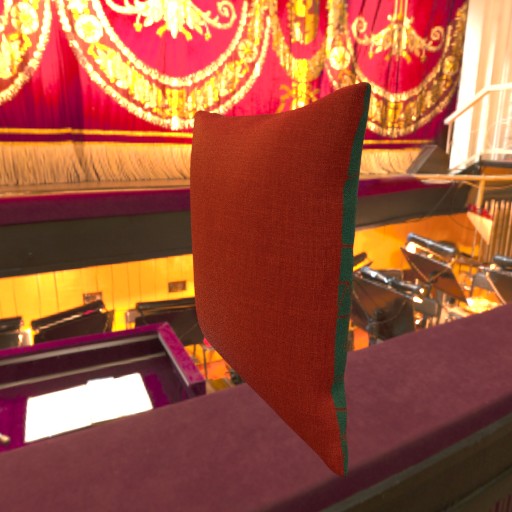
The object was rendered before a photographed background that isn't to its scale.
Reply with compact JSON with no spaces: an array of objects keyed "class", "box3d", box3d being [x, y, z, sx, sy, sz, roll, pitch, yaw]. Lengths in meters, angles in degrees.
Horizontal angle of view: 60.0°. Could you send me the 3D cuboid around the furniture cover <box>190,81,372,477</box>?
[{"class":"furniture cover","box3d":[0.000,0.000,0.761,0.158,0.508,0.517,-8,16,-27]}]
